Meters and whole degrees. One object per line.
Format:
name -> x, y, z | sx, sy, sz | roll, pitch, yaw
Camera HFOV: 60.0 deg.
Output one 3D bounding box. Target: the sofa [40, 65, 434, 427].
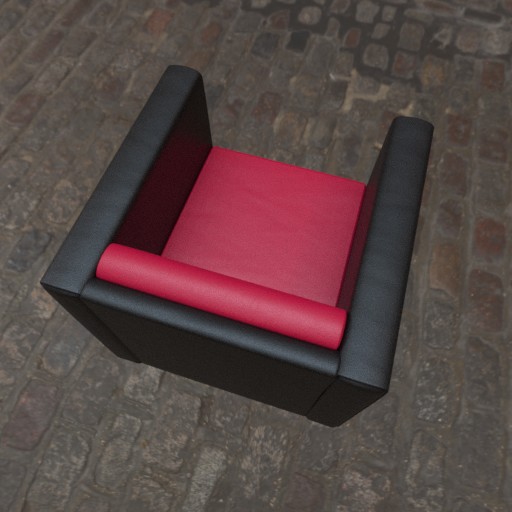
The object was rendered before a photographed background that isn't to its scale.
sofa -> 0.000, 0.000, 1.457 | 0.839, 0.724, 0.809 | 16, 64, 8
